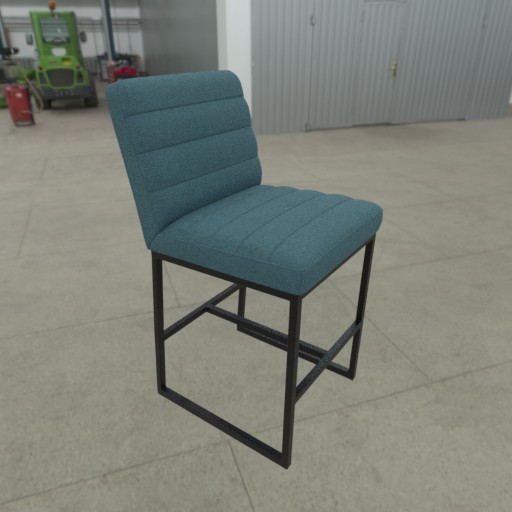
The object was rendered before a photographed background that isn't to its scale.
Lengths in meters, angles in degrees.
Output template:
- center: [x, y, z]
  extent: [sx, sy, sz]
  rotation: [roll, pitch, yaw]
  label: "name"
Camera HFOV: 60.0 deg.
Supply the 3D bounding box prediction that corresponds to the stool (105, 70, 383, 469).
- center: [0.000, 0.000, 1.254]
  extent: [0.560, 0.940, 0.460]
  rotation: [17, 31, 31]
  label: "stool"
